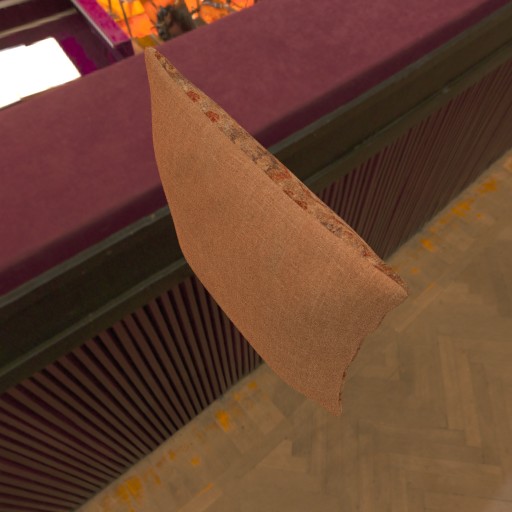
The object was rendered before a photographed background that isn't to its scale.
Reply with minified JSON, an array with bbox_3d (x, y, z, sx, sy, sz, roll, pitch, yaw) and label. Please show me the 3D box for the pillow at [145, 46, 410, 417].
[{"bbox_3d":[0.000,0.000,0.753,0.166,0.506,0.523,-32,63,-19],"label":"pillow"}]
